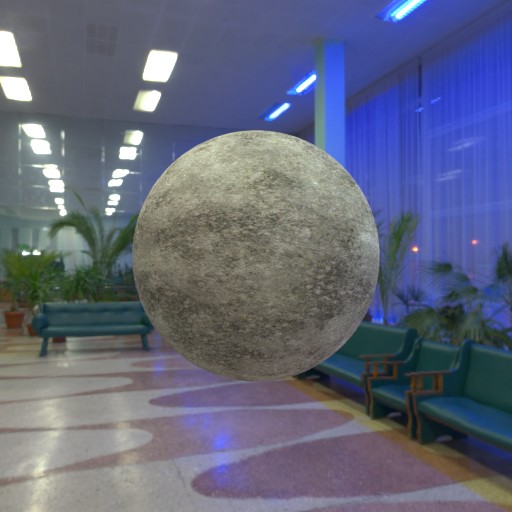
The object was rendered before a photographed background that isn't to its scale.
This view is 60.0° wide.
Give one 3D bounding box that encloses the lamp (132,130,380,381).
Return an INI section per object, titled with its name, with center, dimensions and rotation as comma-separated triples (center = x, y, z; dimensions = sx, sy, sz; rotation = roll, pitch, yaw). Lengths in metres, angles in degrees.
[lamp]
center = 0.000, 0.000, 0.784
dimensions = 0.422, 0.429, 0.422
rotation = 0, -1, 0
